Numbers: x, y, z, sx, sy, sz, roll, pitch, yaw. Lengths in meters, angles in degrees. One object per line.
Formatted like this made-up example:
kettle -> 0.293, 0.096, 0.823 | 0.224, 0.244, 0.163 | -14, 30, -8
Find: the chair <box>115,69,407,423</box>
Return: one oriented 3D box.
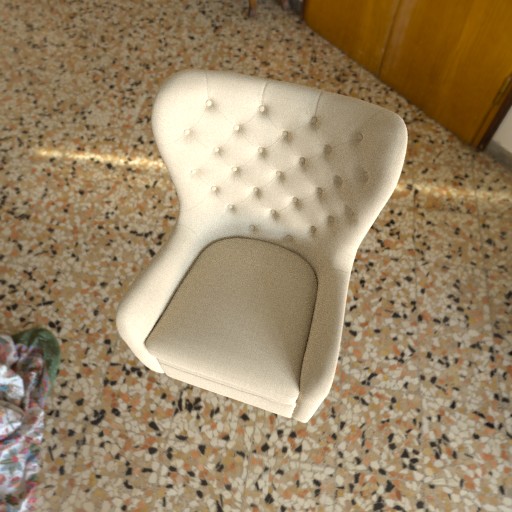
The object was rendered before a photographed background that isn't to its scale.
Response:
chair -> 0.000, 0.000, 1.748 | 0.831, 1.079, 0.929 | 16, 60, 9
